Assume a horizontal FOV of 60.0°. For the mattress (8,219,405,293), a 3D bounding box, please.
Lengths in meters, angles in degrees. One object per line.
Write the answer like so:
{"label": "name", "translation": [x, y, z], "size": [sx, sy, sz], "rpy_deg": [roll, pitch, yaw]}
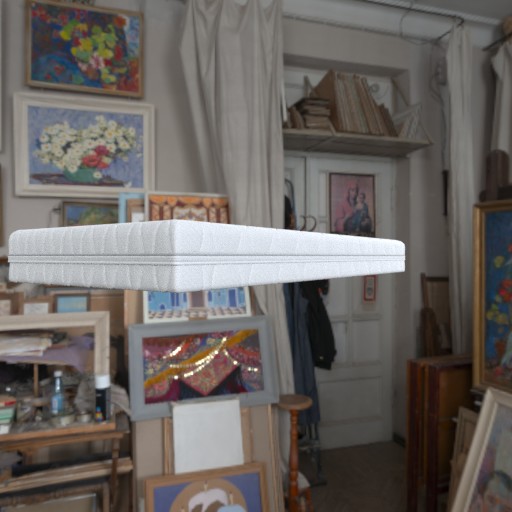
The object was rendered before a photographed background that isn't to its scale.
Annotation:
{"label": "mattress", "translation": [0.000, 0.000, 2.234], "size": [0.900, 0.200, 2.000], "rpy_deg": [0, 0, 35]}
